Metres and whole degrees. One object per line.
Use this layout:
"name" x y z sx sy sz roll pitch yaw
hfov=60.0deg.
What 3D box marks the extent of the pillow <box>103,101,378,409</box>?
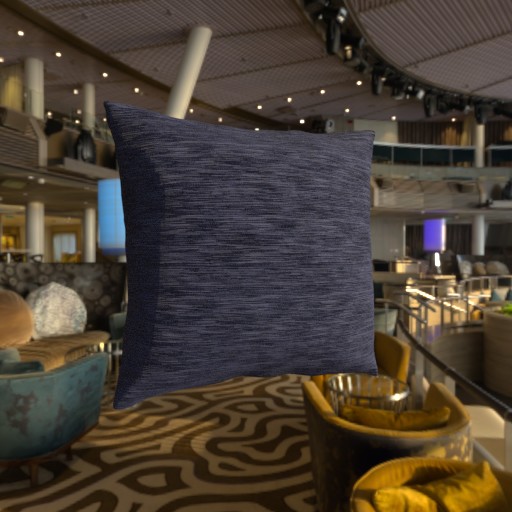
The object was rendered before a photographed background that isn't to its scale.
"pillow" 0.000 0.000 0.695 0.452 0.439 0.204 0 1 -19
